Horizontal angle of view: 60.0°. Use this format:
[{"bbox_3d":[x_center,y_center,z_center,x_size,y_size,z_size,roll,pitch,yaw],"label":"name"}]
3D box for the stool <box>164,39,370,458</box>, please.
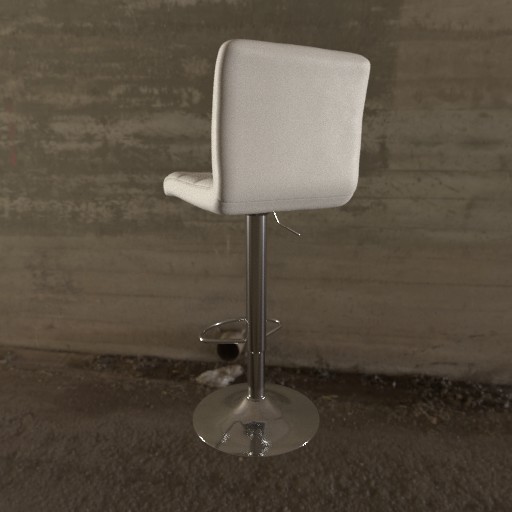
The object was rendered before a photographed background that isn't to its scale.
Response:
[{"bbox_3d":[0.000,0.000,1.368,0.430,1.115,0.505,-7,15,-27],"label":"stool"}]
